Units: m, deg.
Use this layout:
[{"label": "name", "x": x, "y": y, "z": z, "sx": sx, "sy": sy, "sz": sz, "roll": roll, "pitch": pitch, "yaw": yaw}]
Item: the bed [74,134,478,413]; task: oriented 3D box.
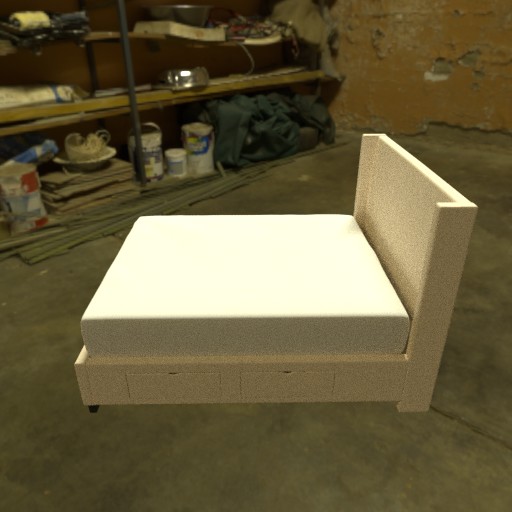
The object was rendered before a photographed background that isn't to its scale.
[{"label": "bed", "x": 0.000, "y": 0.000, "z": 3.391, "sx": 2.280, "sy": 1.471, "sz": 1.765, "roll": 0, "pitch": 27, "yaw": -1}]
